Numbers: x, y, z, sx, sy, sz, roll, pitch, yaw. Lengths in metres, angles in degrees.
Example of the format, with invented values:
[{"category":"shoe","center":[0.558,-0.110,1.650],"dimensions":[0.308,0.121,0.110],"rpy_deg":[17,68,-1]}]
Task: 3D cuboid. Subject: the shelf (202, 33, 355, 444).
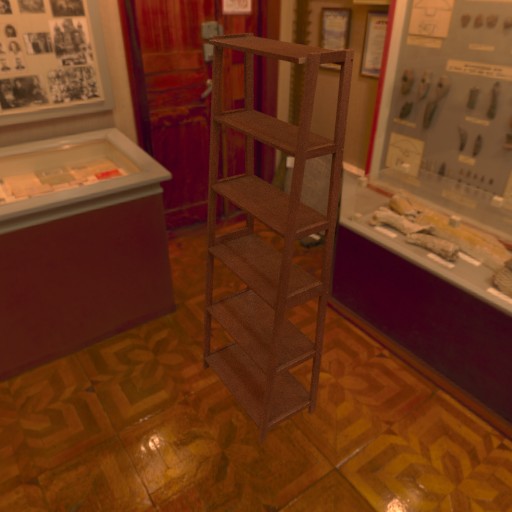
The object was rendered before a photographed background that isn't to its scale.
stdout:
[{"category":"shelf","center":[0.000,0.000,2.174],"dimensions":[0.382,1.892,0.660],"rpy_deg":[-19,37,-28]}]
